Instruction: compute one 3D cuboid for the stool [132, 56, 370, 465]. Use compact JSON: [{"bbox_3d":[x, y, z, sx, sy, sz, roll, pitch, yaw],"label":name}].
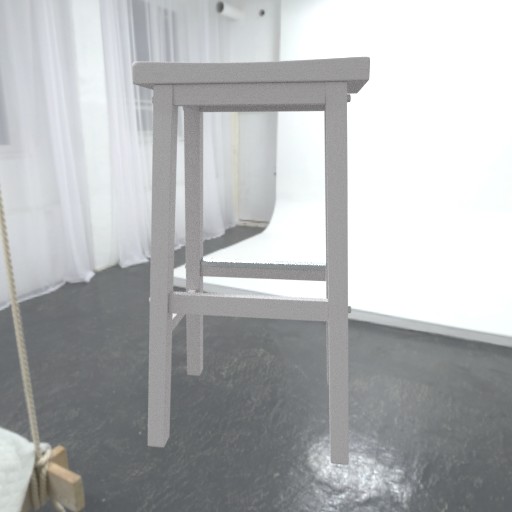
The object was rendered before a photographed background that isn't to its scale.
[{"bbox_3d":[0.000,0.000,0.944,0.406,0.742,0.322,2,15,7],"label":"stool"}]
